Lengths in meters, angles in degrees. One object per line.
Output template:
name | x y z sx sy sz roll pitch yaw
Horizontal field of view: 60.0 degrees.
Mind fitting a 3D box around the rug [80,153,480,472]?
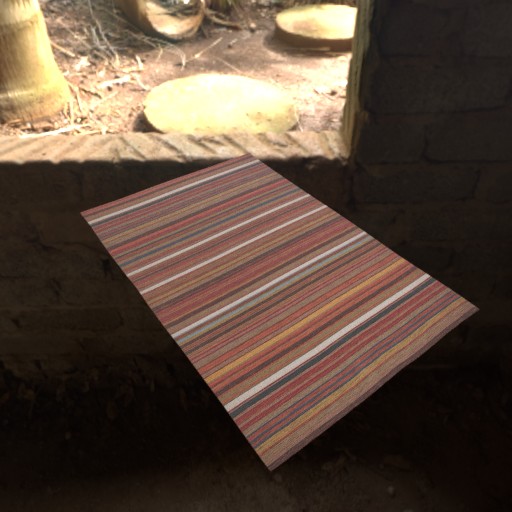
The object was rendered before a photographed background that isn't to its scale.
rug | 0.000 0.000 2.309 1.217 0.007 1.828 -26 48 -26
